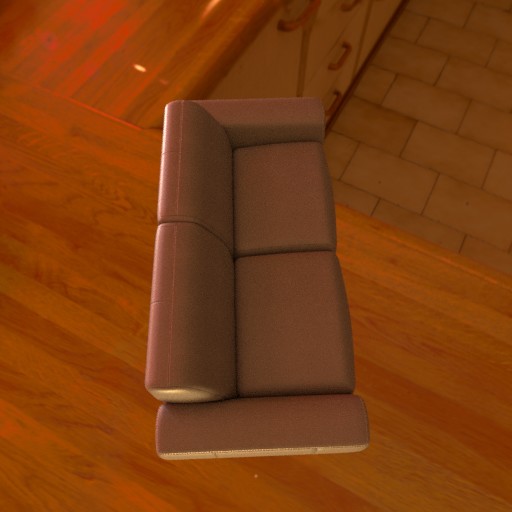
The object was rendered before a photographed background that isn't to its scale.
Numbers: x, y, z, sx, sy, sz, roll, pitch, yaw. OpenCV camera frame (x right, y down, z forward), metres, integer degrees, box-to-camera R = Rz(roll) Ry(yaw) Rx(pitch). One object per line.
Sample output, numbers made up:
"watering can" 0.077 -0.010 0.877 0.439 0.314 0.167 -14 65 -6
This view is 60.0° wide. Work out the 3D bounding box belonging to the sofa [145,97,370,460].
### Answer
"sofa" 0.000 0.000 2.307 0.900 0.772 1.901 -2 64 -1
